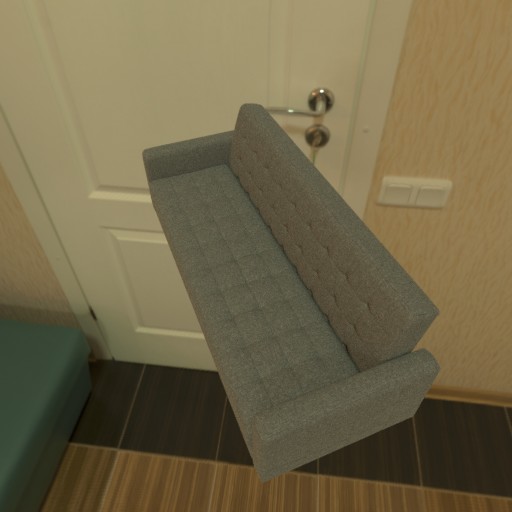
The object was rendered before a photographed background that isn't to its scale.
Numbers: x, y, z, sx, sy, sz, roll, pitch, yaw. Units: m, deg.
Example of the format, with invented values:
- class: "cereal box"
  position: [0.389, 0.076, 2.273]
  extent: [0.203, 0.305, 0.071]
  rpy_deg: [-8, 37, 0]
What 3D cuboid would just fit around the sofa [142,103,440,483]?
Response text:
- class: "sofa"
  position: [0.000, 0.000, 2.436]
  extent: [0.810, 0.850, 2.040]
  rpy_deg: [-16, 48, -15]
